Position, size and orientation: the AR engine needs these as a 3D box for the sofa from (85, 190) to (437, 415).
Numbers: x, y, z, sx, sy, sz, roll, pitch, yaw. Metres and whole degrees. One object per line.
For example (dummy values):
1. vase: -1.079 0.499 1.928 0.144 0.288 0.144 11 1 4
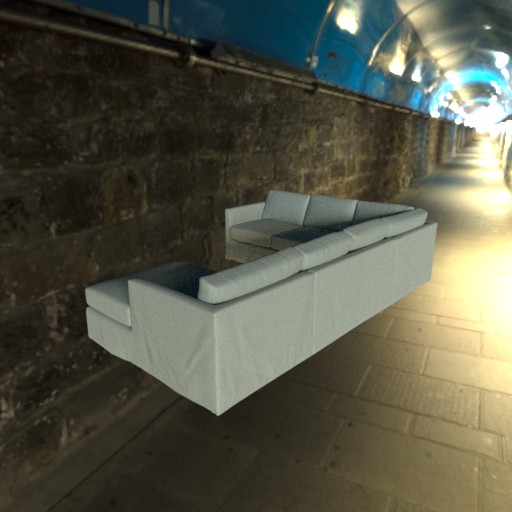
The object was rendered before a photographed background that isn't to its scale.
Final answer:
1. sofa: 0.000 0.000 4.611 2.427 0.882 3.460 14 21 40
